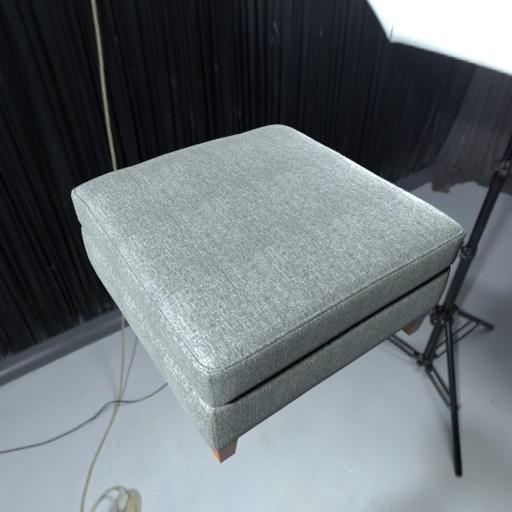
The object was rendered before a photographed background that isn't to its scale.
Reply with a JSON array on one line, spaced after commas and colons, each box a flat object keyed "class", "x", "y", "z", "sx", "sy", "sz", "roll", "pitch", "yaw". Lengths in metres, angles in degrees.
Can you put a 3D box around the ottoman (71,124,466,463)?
[{"class": "ottoman", "x": 0.000, "y": 0.000, "z": 1.375, "sx": 0.838, "sy": 0.481, "sz": 0.838, "roll": -25, "pitch": 46, "yaw": -26}]
